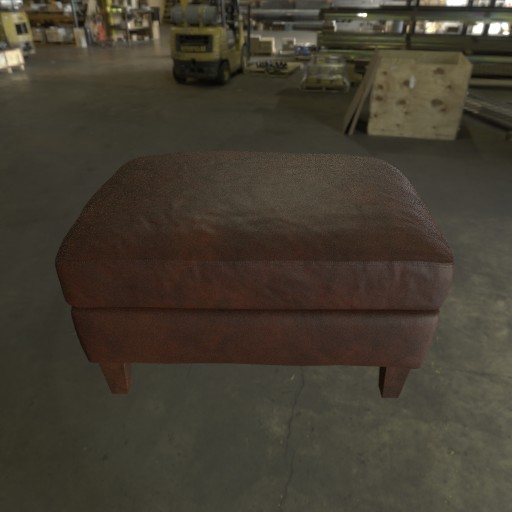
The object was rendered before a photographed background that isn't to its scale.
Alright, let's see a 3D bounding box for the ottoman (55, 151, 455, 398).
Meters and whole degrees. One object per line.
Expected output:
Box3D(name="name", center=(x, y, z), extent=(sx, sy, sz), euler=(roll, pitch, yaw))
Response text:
Box3D(name="ottoman", center=(0.000, 0.000, 1.279), extent=(0.887, 0.527, 0.659), euler=(1, 32, 1))
